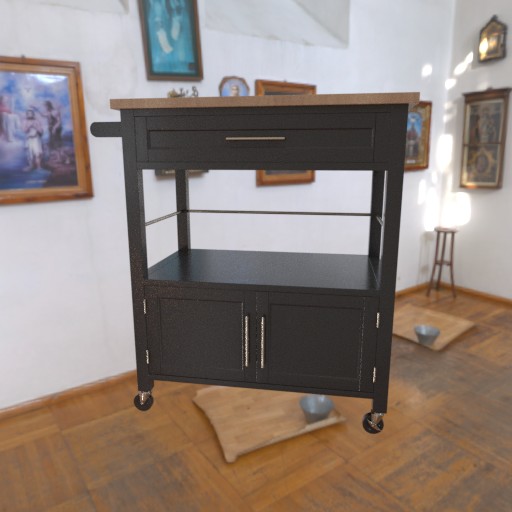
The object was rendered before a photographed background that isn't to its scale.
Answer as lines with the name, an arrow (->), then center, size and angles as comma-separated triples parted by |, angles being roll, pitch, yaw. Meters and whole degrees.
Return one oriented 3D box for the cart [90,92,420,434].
cart -> 0.000, 0.000, 1.399 | 0.840, 0.901, 0.459 | 2, 13, 9
